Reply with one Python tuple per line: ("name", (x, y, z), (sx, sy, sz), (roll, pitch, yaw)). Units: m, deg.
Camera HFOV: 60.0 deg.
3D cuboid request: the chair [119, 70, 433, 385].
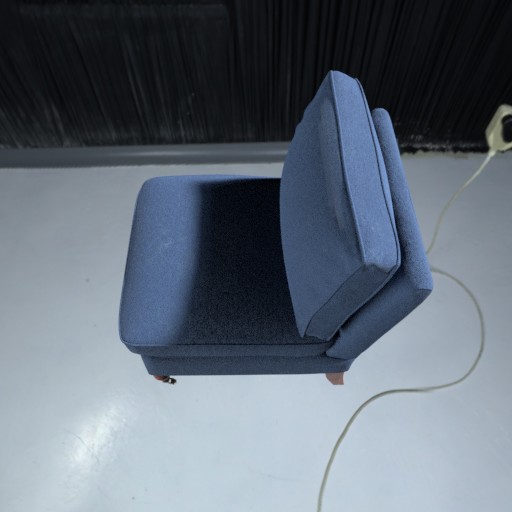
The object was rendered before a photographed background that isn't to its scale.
("chair", (0.000, 0.000, 1.620), (0.912, 1.052, 0.724), (-1, 58, -1))
